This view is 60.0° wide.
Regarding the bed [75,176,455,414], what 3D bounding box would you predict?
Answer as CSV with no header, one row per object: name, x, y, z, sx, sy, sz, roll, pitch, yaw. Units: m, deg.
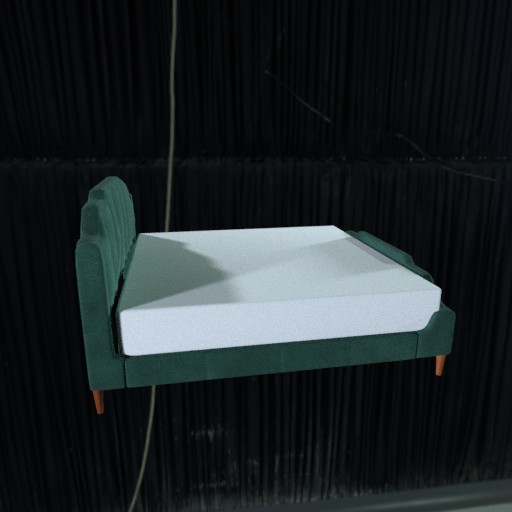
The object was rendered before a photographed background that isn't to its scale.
bed,0.000,0.000,3.608,2.340,1.245,2.074,-3,16,-10
